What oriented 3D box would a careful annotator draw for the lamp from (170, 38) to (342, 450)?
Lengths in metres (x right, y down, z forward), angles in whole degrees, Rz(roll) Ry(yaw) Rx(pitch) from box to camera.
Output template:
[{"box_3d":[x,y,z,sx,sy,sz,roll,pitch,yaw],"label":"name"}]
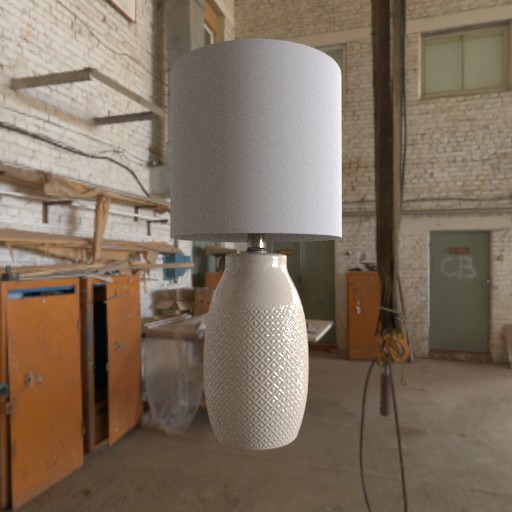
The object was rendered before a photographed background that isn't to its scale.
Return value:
[{"box_3d":[0.000,0.000,0.569,0.217,0.453,0.217,1,-1,-36],"label":"lamp"}]
